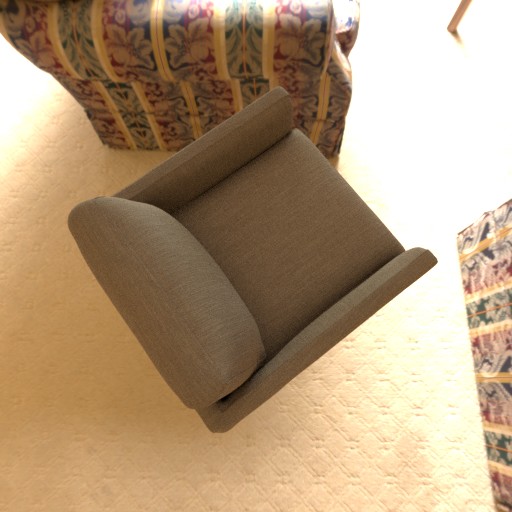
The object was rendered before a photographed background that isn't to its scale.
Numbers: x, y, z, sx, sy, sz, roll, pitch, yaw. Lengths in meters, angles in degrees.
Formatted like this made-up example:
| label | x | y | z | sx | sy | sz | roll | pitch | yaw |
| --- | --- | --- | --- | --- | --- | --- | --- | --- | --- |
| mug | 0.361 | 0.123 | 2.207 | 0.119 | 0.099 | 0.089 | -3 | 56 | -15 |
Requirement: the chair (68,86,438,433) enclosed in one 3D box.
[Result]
| label | x | y | z | sx | sy | sz | roll | pitch | yaw |
| --- | --- | --- | --- | --- | --- | --- | --- | --- | --- |
| chair | 0.000 | 0.000 | 1.478 | 0.834 | 0.811 | 0.763 | -36 | 77 | -10 |
